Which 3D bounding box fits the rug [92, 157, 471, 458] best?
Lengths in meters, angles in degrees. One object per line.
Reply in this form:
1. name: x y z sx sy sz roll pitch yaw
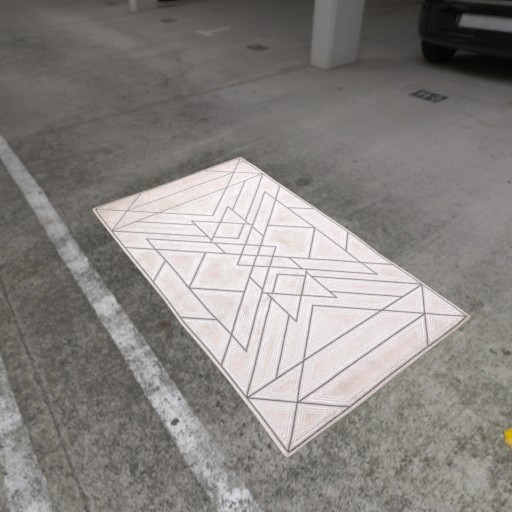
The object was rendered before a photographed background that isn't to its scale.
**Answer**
1. rug: 0.000 0.000 1.094 0.511 0.008 0.869 -26 47 -26
